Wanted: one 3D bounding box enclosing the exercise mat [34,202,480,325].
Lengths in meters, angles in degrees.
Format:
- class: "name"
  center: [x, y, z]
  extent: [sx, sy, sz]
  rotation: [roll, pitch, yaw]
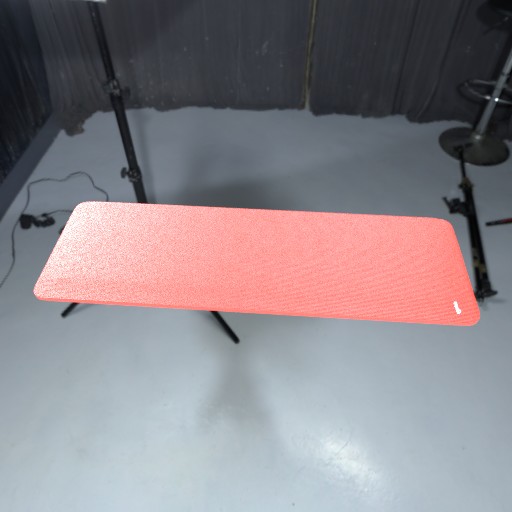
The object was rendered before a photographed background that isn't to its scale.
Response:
- class: "exercise mat"
  center: [0.000, 0.000, 2.017]
  extent: [1.869, 0.021, 0.616]
  rotation: [3, 47, 3]
